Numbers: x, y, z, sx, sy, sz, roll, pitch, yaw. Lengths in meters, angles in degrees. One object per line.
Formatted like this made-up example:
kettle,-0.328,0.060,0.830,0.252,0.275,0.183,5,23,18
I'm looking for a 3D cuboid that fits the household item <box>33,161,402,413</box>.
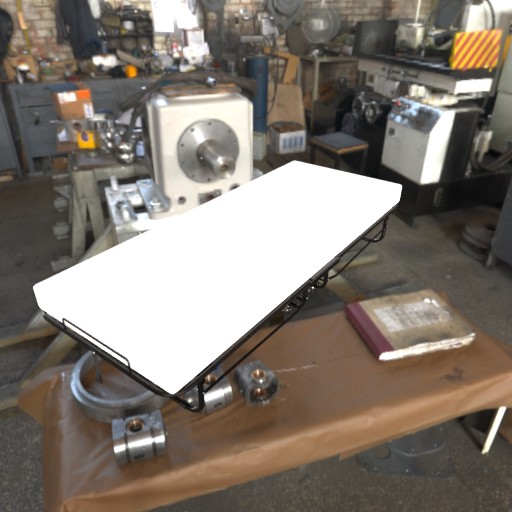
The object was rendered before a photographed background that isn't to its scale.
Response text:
household item,0.000,0.000,2.214,0.787,0.356,1.905,21,36,31
